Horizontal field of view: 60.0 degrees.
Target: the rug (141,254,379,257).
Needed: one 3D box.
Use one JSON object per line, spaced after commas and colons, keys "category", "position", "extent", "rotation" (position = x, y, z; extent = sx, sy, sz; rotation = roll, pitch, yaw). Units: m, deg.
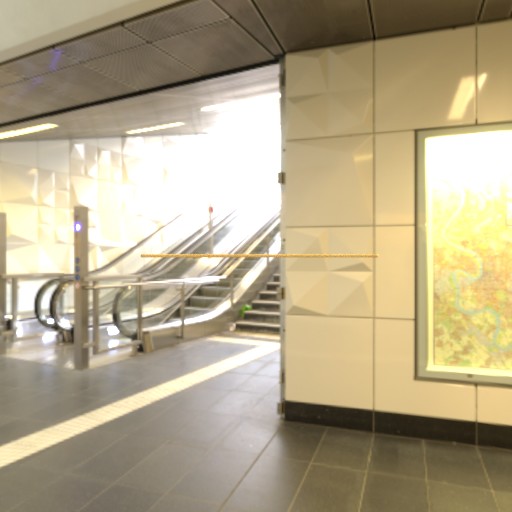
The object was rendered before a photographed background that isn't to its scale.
{"category": "rug", "position": [0.000, 0.000, 2.654], "extent": [0.787, 0.011, 2.458], "rotation": [0, 0, -1]}
